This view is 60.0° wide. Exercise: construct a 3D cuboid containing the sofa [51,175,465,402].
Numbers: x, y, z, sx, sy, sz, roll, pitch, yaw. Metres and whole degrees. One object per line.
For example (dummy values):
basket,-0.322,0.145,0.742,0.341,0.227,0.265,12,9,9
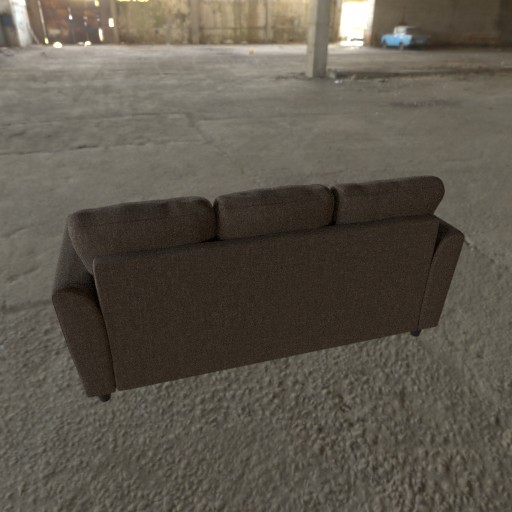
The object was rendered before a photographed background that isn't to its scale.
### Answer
sofa,0.000,0.000,2.310,1.847,0.891,0.837,-8,29,-15
